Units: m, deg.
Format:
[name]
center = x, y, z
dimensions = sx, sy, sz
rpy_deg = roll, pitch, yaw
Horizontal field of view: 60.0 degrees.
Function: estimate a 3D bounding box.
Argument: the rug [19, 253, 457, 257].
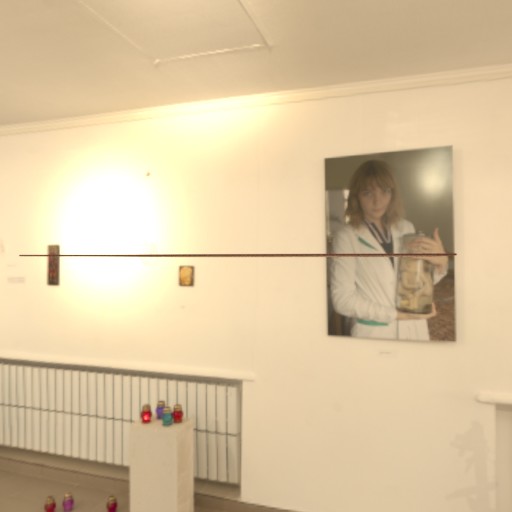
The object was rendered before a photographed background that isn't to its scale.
[rug]
center = 0.000, 0.000, 4.171
dimensions = 3.197, 0.013, 2.381
rpy_deg = 0, 0, 18
